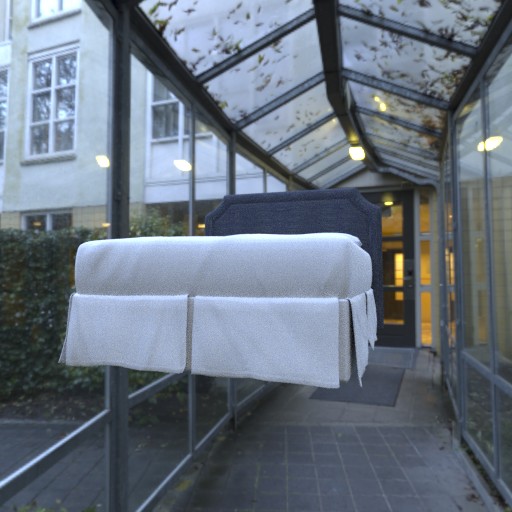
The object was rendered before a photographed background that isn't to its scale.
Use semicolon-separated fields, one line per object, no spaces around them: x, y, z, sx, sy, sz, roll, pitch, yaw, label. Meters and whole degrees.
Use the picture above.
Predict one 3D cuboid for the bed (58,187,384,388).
0.000;0.000;3.177;1.693;1.290;2.116;-1;-3;18;bed
